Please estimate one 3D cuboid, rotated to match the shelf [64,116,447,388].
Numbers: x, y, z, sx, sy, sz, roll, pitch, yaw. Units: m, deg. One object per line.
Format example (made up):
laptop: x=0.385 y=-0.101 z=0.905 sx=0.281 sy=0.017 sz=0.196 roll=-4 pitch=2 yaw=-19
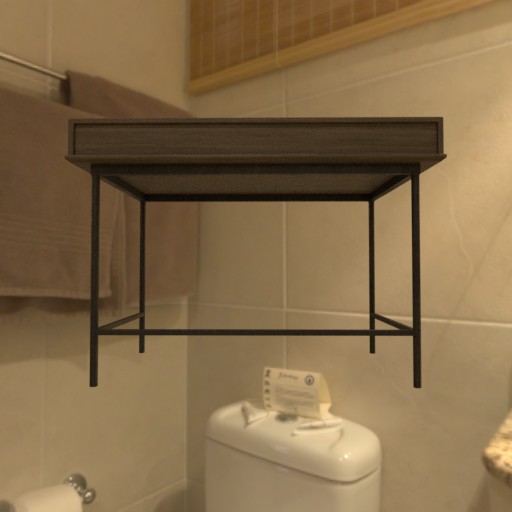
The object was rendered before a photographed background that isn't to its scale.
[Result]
shelf: x=0.000 y=0.000 z=1.738 sx=1.212 sy=0.865 sz=0.685 roll=0 pitch=-2 yaw=1
